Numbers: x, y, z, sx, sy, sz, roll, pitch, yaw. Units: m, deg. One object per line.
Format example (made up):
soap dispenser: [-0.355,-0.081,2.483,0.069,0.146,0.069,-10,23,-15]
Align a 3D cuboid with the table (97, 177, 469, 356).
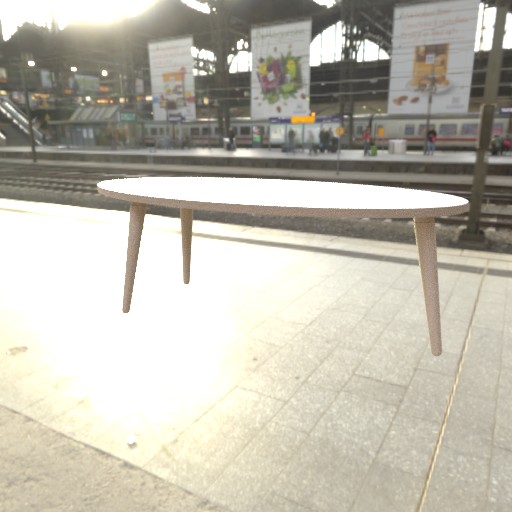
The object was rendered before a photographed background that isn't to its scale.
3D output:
table: [0.000,0.000,1.294,1.083,0.390,0.542,8,17,27]
